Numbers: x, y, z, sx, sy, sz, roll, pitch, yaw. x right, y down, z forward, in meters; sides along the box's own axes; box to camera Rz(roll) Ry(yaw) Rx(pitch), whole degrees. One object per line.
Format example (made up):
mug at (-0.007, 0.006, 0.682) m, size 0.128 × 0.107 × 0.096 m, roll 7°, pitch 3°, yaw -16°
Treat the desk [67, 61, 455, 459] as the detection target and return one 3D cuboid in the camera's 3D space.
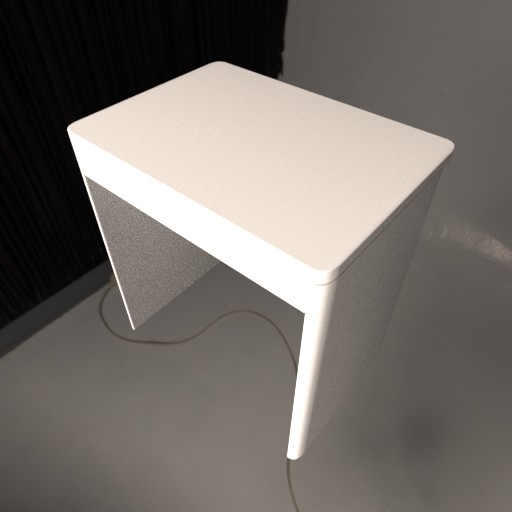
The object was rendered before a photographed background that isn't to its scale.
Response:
desk at (0.000, 0.000, 1.322) m, size 0.762 × 0.800 × 0.549 m, roll 31°, pitch 52°, yaw 27°
